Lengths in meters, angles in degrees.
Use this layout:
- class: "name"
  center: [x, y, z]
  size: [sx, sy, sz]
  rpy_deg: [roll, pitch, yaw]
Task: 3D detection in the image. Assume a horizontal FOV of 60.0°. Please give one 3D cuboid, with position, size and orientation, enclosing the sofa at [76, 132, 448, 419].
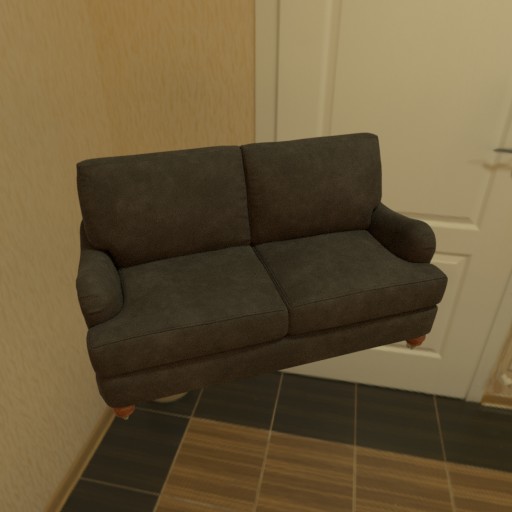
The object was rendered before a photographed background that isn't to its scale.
- class: "sofa"
  center: [0.000, 0.000, 2.492]
  size: [1.853, 1.101, 1.084]
  rpy_deg: [-9, 33, -15]
